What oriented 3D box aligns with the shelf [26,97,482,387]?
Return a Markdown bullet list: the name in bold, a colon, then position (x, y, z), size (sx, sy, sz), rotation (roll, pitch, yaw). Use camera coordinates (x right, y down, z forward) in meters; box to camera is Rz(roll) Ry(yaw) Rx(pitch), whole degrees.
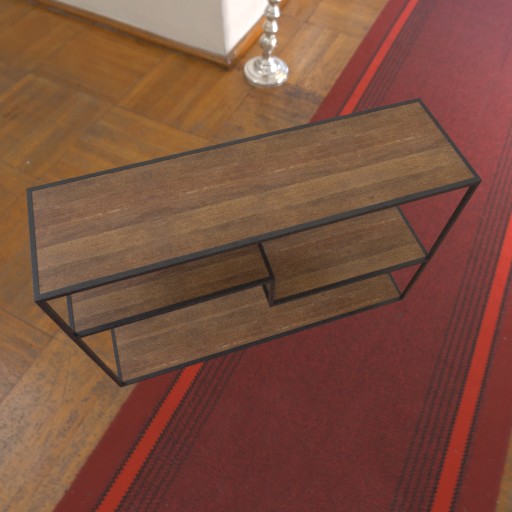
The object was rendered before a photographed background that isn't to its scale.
- **shelf**: position (0.000, 0.000, 1.542), size (1.201, 0.765, 0.361), rotation (-15, 60, -9)
